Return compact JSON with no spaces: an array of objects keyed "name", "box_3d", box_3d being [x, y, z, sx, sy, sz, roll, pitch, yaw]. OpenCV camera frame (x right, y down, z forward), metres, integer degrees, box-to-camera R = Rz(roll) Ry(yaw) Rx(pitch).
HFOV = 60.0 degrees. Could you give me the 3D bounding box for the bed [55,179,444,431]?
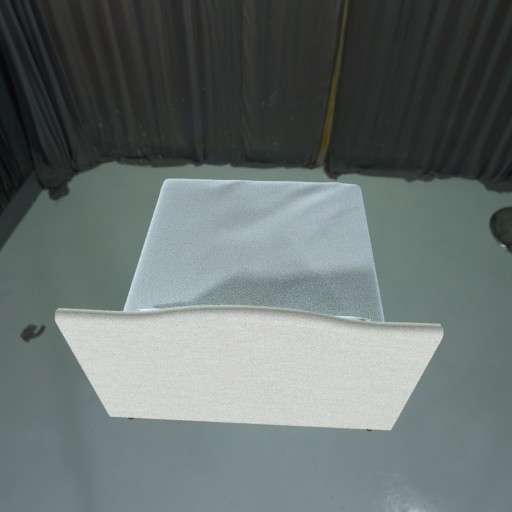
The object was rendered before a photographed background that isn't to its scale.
[{"name":"bed","box_3d":[0.000,0.000,3.523,2.083,1.421,2.182,2,47,2]}]
